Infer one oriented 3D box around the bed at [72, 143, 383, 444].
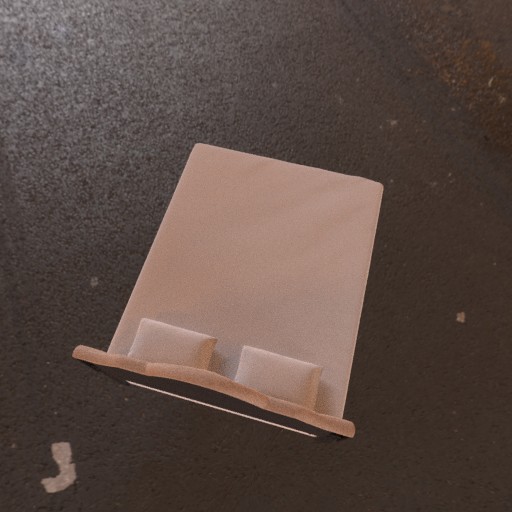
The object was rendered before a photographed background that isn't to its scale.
[{"bbox_3d":[0.000,0.000,2.988,1.667,1.194,1.970,14,65,7],"label":"bed"}]
